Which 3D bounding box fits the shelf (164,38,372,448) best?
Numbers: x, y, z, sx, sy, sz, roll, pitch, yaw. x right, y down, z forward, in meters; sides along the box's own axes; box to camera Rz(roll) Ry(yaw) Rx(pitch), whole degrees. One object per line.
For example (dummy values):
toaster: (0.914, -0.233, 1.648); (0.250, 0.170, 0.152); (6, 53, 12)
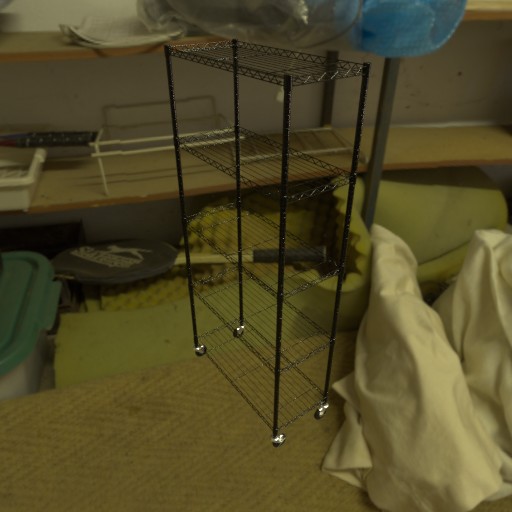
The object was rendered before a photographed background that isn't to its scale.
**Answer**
shelf: (0.000, 0.000, 1.955); (0.356, 1.645, 0.762); (-21, 38, -30)
